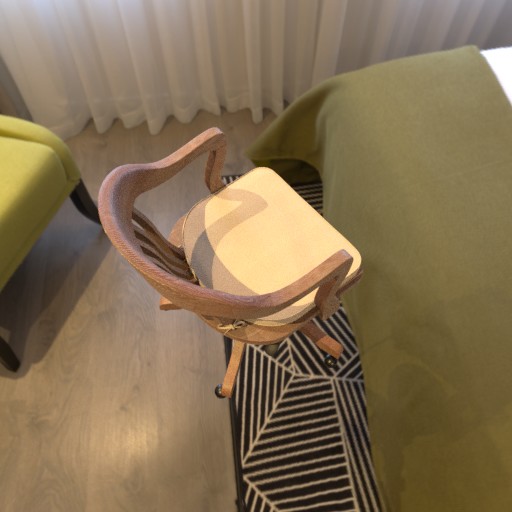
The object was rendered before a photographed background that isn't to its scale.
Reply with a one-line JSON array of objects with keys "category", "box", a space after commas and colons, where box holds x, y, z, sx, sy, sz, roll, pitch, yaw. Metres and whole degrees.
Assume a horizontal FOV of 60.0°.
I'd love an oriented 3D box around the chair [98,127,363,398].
[{"category": "chair", "box": [0.000, 0.000, 1.466, 0.788, 0.878, 0.750, -33, 64, -19]}]
